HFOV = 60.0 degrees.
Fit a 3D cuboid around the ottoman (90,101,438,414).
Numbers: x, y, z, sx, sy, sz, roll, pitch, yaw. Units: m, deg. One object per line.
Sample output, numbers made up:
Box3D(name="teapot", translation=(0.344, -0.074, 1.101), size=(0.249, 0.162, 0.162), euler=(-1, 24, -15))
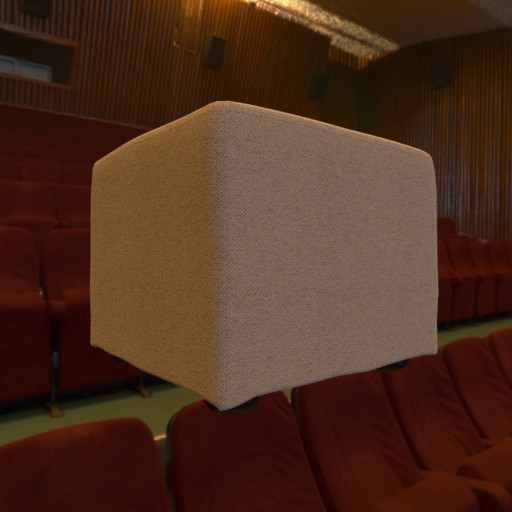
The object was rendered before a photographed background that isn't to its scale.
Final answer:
Box3D(name="ottoman", translation=(0.000, 0.000, 0.901), size=(0.521, 0.453, 0.512), euler=(0, 0, -38))
